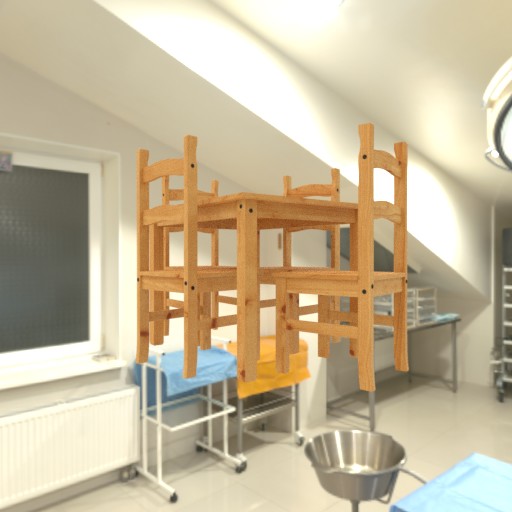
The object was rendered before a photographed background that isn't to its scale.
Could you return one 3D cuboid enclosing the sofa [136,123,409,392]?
[{"bbox_3d":[0.000,0.000,2.273,1.144,1.000,1.529,0,1,-37],"label":"sofa"}]
